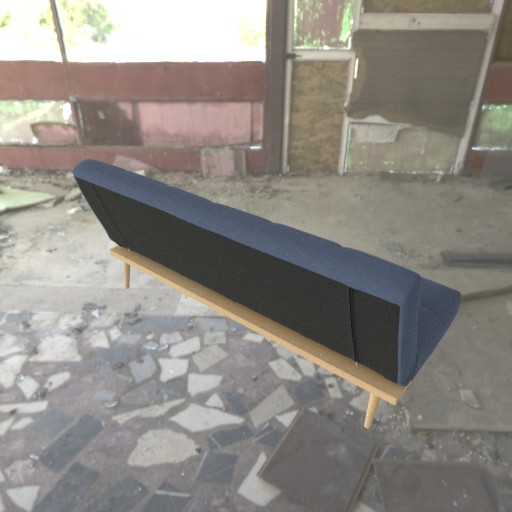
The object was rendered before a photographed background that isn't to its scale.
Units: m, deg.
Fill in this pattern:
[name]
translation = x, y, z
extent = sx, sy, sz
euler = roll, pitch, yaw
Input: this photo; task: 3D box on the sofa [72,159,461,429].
[sofa]
translation = 0.000, 0.000, 2.203
extent = 1.800, 0.800, 0.796
euler = 22, 37, 33
